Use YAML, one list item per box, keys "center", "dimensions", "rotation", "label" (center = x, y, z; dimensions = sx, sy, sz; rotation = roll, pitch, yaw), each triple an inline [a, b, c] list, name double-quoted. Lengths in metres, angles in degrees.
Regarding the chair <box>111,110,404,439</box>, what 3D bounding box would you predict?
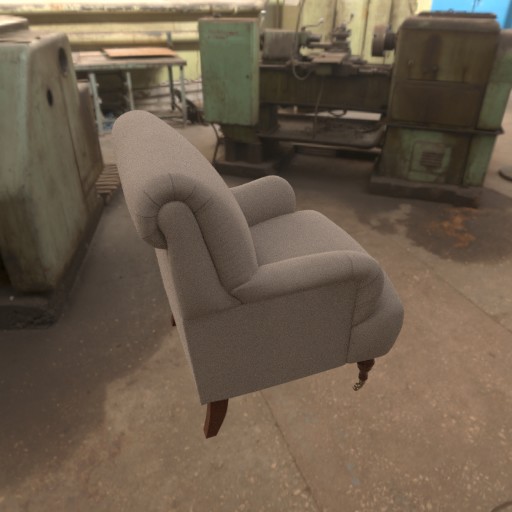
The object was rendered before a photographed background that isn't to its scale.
- center: [0.000, 0.000, 1.588]
  dimensions: [0.842, 0.942, 0.766]
  rotation: [-10, 32, -17]
  label: "chair"
